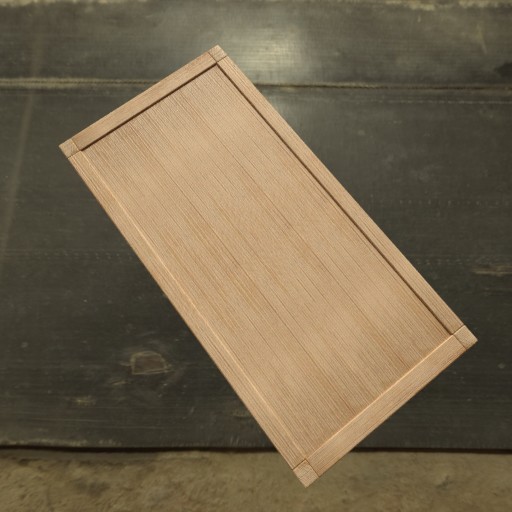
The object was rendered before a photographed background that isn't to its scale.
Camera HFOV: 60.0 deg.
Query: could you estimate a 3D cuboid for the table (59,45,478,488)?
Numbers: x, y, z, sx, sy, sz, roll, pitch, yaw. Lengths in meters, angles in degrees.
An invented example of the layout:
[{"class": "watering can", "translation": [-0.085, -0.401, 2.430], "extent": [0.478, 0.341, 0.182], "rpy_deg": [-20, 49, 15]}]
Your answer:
[{"class": "table", "translation": [0.000, 0.000, 1.615], "extent": [0.660, 0.457, 1.321], "rpy_deg": [-36, 78, -9]}]
